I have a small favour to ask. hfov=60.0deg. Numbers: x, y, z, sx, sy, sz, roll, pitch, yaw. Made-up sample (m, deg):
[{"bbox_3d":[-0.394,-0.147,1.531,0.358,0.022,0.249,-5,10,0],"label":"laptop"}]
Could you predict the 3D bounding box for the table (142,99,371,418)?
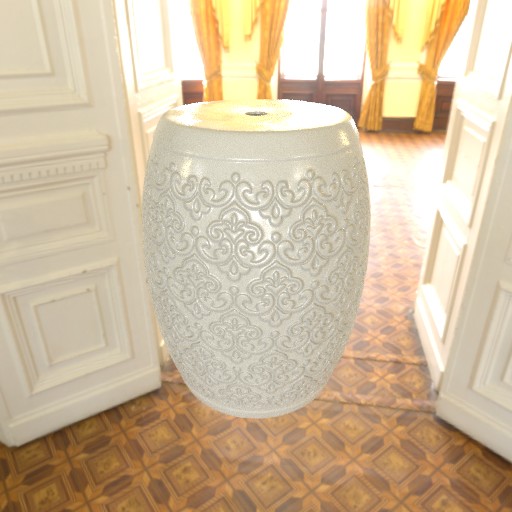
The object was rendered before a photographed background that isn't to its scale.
[{"bbox_3d":[0.000,0.000,0.633,0.309,0.397,0.309,0,27,0],"label":"table"}]
